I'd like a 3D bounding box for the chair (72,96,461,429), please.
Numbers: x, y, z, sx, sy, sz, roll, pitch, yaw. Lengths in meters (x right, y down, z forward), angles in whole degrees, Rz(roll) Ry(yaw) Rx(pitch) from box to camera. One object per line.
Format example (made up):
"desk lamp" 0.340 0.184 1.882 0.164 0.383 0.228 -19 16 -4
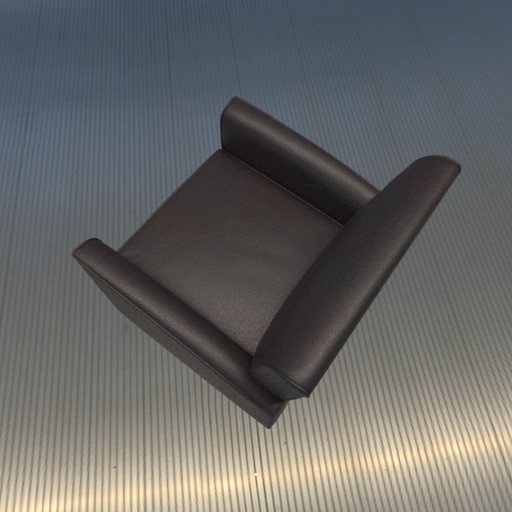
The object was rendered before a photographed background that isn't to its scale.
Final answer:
"chair" 0.000 0.000 1.533 0.819 0.916 0.820 34 68 15
